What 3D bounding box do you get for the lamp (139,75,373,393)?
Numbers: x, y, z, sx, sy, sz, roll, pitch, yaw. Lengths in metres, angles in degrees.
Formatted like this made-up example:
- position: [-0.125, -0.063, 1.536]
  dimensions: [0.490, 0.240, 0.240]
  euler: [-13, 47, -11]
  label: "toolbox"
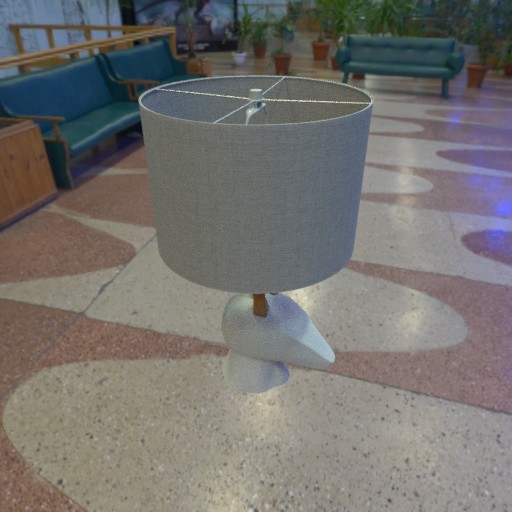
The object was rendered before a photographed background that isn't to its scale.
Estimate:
- position: [0.000, 0.000, 0.705]
  dimensions: [0.298, 0.503, 0.298]
  euler: [10, 32, 15]
  label: "lamp"
